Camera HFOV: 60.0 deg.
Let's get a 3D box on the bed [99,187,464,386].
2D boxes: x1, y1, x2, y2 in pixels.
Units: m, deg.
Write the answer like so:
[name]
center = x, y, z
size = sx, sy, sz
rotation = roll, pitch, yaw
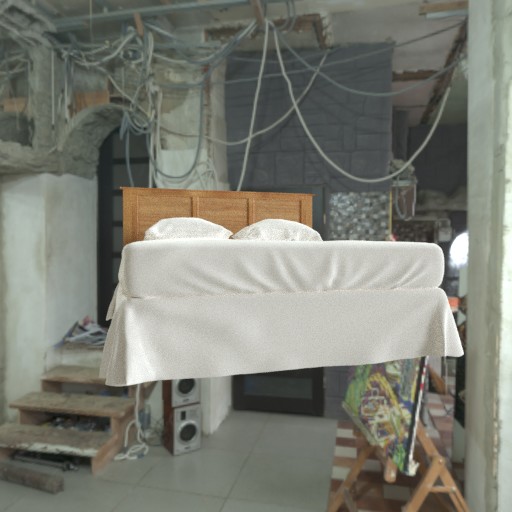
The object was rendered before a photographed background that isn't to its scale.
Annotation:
[bed]
center = 0.000, 0.000, 3.494
size = 2.317, 1.270, 2.215
rotation = 0, 1, -17
